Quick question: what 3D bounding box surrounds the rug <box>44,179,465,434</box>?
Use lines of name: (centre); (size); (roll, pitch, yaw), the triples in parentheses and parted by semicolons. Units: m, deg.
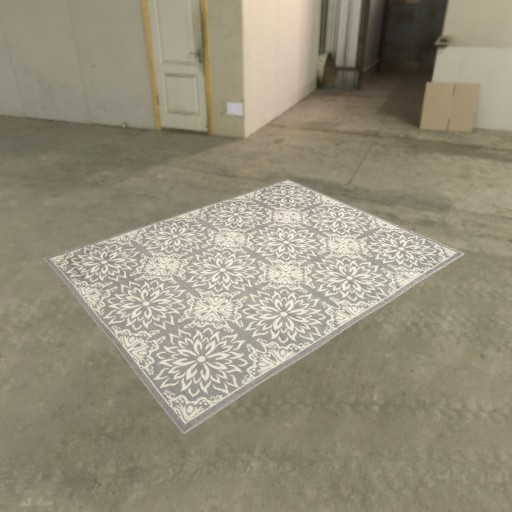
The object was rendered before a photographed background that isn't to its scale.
rug: (0.000, 0.000, 3.996); (2.980, 0.012, 2.363); (-23, 39, -33)
